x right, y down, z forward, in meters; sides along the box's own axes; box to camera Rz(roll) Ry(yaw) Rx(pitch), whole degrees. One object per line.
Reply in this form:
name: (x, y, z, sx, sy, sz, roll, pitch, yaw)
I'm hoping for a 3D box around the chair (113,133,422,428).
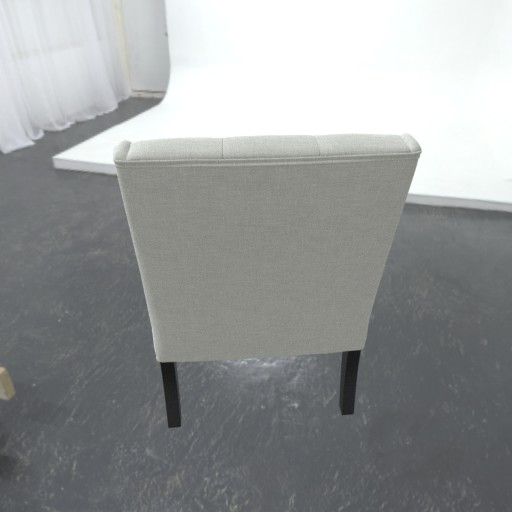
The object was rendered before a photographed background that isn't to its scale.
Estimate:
chair: (0.000, 0.000, 1.269, 0.569, 0.853, 0.676, -3, 31, -4)
